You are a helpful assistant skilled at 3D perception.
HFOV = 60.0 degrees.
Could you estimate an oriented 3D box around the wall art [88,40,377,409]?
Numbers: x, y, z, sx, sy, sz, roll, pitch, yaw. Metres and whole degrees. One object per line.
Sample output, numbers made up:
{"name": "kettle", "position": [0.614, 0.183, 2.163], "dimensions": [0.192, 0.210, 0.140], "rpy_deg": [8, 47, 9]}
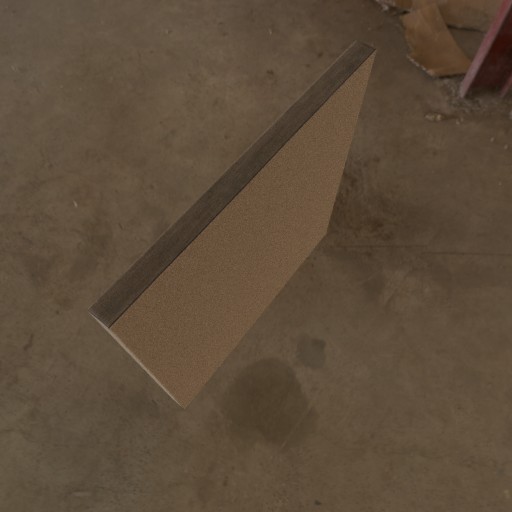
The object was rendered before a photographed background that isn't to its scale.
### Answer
{"name": "wall art", "position": [0.000, 0.000, 1.110], "dimensions": [0.050, 0.751, 0.749], "rpy_deg": [34, 68, 16]}
